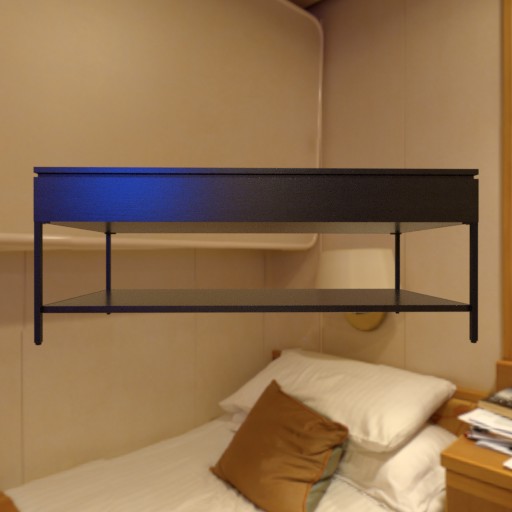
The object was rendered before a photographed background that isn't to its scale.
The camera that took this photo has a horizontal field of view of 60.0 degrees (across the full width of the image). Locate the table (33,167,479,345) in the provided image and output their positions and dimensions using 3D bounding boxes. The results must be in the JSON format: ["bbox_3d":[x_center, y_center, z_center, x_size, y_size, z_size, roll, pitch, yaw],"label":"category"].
[{"bbox_3d":[0.000,0.000,1.376,1.095,0.435,0.574,0,0,-1],"label":"table"}]
